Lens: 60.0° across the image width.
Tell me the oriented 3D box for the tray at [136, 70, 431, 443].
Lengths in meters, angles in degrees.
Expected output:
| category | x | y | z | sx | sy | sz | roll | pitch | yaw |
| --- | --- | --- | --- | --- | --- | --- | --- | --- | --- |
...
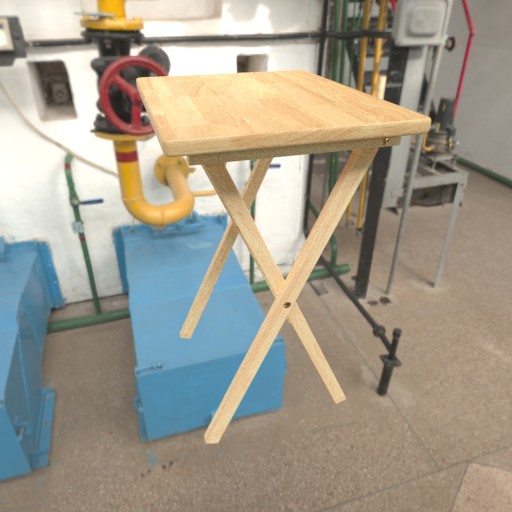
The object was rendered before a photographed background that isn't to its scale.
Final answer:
| category | x | y | z | sx | sy | sz | roll | pitch | yaw |
| --- | --- | --- | --- | --- | --- | --- | --- | --- | --- |
| tray | 0.000 | 0.000 | 0.945 | 0.381 | 0.660 | 0.483 | -9 | 32 | -14 |
